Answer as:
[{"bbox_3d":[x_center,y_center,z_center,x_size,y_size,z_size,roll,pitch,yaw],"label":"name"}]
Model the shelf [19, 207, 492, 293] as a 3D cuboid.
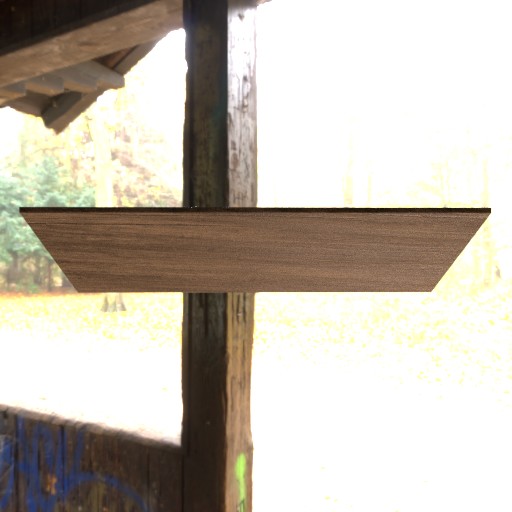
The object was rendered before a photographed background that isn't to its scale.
[{"bbox_3d":[0.000,0.000,0.671,0.610,0.125,0.200,0,0,-1],"label":"shelf"}]
